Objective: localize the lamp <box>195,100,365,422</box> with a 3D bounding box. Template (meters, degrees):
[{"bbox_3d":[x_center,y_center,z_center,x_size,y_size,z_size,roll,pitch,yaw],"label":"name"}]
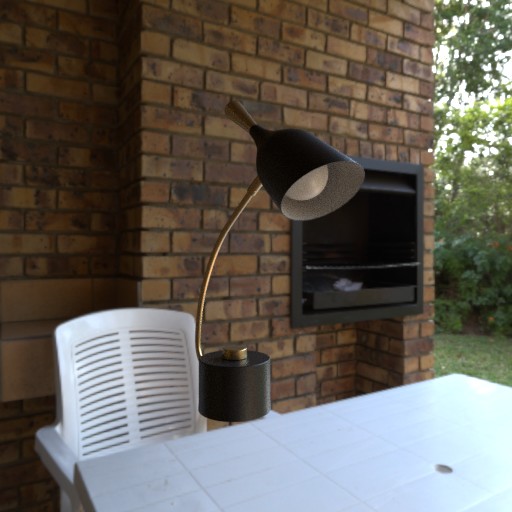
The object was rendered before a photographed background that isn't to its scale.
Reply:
[{"bbox_3d":[0.000,0.000,0.626,0.110,0.464,0.352,0,1,-36],"label":"lamp"}]
